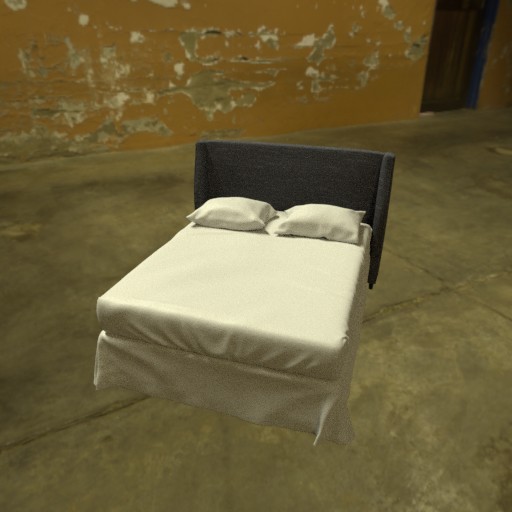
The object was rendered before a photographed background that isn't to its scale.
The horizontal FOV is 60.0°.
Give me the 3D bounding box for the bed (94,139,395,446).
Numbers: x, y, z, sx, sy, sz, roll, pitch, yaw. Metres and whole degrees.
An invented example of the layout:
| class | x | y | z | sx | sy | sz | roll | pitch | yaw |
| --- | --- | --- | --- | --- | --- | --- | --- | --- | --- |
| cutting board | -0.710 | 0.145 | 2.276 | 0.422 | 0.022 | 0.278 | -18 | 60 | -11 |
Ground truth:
| class | x | y | z | sx | sy | sz | roll | pitch | yaw |
| --- | --- | --- | --- | --- | --- | --- | --- | --- | --- |
| bed | 0.000 | 0.000 | 3.563 | 1.925 | 1.332 | 2.276 | 8 | 28 | 16 |
